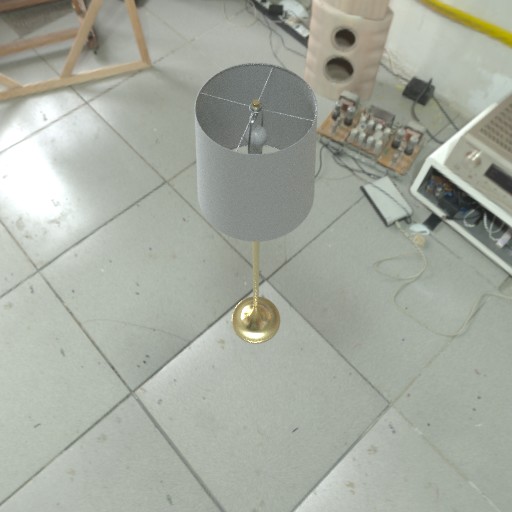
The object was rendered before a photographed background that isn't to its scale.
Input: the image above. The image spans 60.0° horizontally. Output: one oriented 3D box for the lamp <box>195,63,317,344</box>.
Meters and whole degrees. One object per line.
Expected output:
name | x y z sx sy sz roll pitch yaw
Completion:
lamp | 0.000 0.000 1.672 0.337 1.543 0.337 0 64 0
